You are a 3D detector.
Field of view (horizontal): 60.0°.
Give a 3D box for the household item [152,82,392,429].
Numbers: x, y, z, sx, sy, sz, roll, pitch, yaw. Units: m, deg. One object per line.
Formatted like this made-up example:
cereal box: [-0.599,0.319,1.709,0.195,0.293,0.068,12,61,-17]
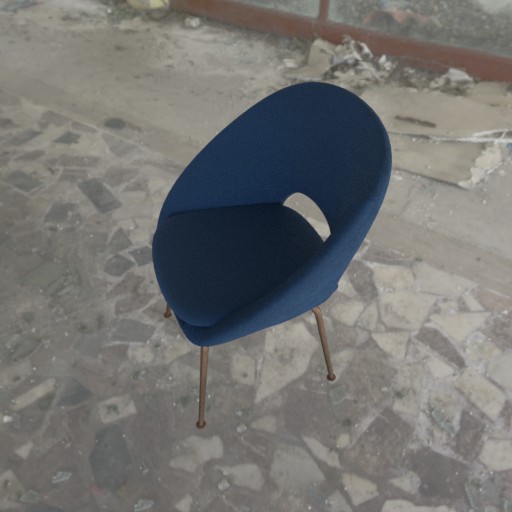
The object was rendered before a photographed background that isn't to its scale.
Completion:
household item: [0.000,0.000,1.276,0.573,0.852,0.623,-15,47,-15]
